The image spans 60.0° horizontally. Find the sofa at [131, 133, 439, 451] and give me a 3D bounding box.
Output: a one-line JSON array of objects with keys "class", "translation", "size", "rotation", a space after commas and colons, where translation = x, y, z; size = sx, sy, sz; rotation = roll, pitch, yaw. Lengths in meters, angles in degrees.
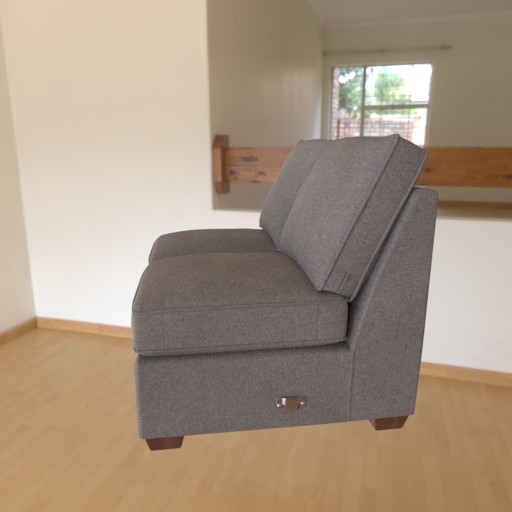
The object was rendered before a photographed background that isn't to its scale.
[{"class": "sofa", "translation": [0.000, 0.000, 1.941], "size": [0.951, 1.008, 1.237], "rotation": [-2, 14, -8]}]
